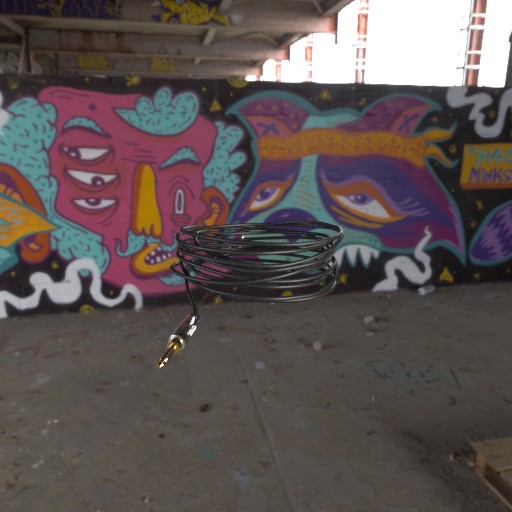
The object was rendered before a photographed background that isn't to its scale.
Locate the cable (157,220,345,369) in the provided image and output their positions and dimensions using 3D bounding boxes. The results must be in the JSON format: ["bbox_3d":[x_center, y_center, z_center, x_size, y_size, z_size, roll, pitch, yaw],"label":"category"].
[{"bbox_3d":[0.000,0.000,0.505,0.198,0.069,0.432,2,15,8],"label":"cable"}]
